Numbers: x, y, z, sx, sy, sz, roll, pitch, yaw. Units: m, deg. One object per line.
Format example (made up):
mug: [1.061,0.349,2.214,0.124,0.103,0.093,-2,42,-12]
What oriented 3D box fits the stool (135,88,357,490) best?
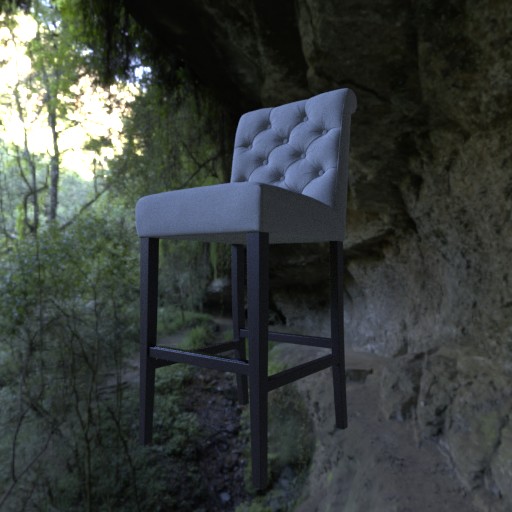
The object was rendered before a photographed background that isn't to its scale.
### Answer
stool: [0.000,0.000,1.434,0.493,1.140,0.601,-1,-1,37]
